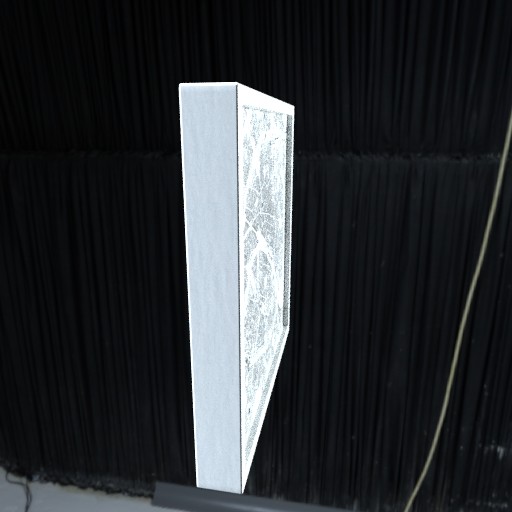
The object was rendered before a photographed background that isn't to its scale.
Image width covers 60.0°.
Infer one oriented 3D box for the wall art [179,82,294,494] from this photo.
[{"bbox_3d":[0.000,0.000,0.454,0.038,0.305,0.305,3,16,11],"label":"wall art"}]
